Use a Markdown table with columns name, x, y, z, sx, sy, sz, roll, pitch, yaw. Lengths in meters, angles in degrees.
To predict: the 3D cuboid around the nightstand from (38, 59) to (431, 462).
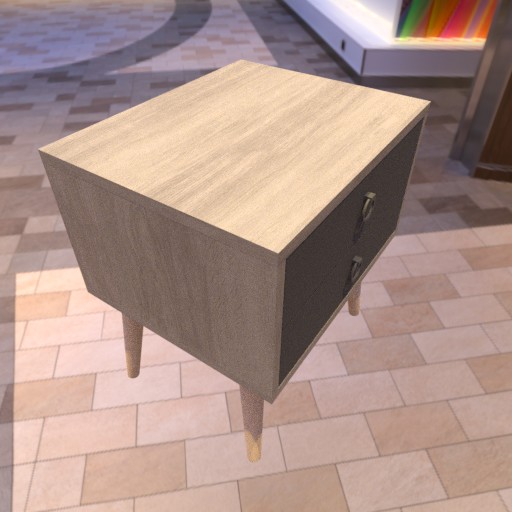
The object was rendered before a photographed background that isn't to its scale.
| name | x | y | z | sx | sy | sz | roll | pitch | yaw |
| --- | --- | --- | --- | --- | --- | --- | --- | --- | --- |
| nightstand | 0.000 | 0.000 | 0.799 | 0.380 | 0.500 | 0.450 | 24 | 46 | 25 |
